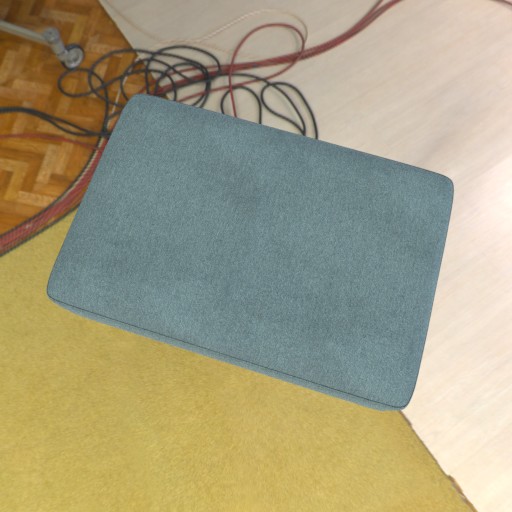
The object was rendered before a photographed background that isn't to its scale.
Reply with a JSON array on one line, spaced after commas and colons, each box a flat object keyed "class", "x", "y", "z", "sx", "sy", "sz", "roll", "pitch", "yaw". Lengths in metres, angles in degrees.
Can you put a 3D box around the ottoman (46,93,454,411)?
[{"class": "ottoman", "x": 0.000, "y": 0.000, "z": 1.199, "sx": 0.864, "sy": 0.483, "sz": 0.584, "roll": 16, "pitch": 75, "yaw": 5}]
